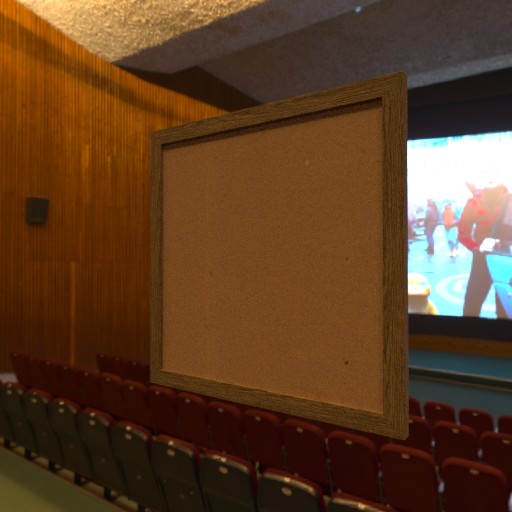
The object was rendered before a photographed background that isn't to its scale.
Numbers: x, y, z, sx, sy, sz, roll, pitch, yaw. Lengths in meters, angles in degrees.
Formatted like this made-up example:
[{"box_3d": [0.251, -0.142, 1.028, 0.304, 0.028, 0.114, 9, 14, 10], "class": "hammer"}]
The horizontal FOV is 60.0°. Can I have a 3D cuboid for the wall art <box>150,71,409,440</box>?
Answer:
[{"box_3d": [0.000, 0.000, 0.761, 0.508, 0.508, 0.019, 0, -1, 35], "class": "wall art"}]
